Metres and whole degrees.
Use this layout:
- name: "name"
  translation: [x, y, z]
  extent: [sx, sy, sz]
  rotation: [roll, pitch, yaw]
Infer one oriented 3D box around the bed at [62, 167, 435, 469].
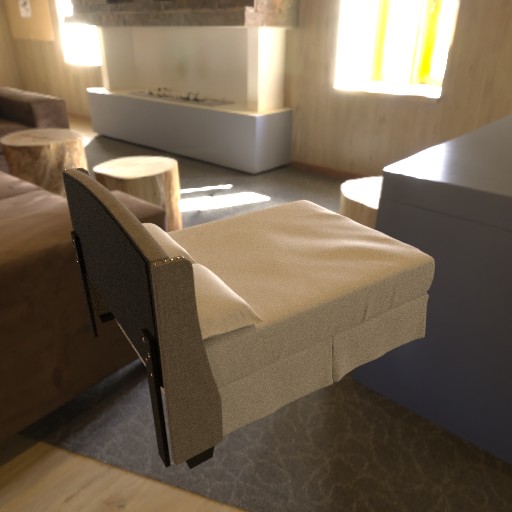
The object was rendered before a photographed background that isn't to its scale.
- name: "bed"
  translation: [0.000, 0.000, 3.304]
  extent: [2.237, 1.407, 1.710]
  rotation: [-17, 32, -29]
